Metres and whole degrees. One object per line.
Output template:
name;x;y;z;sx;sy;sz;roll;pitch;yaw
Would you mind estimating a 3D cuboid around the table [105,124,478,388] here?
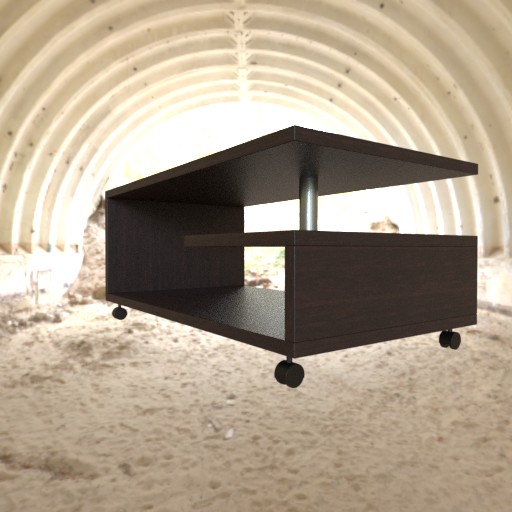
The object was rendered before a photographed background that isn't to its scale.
table;0.000;0.000;1.345;0.590;0.460;1.050;-1;1;-35
